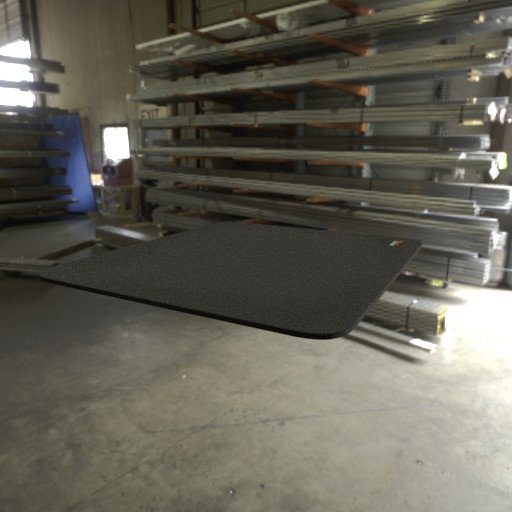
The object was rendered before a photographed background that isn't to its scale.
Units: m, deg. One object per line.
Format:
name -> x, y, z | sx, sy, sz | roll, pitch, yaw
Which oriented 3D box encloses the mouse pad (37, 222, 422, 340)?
mouse pad -> 0.000, 0.000, 0.326 | 0.203, 0.003, 0.229 | 8, 16, 28
